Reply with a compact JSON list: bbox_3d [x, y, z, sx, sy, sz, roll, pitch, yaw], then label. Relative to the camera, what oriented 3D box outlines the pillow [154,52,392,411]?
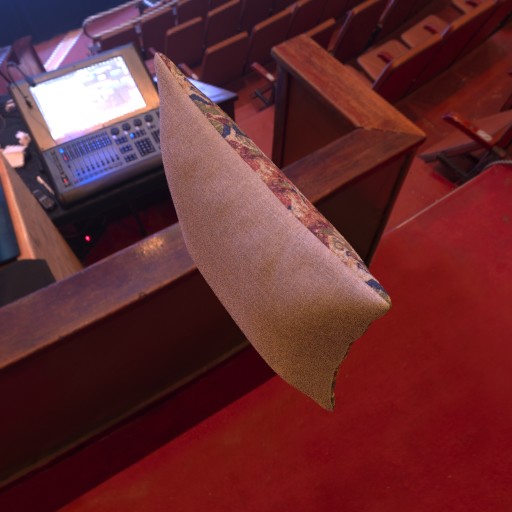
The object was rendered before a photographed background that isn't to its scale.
[{"bbox_3d":[0.000,0.000,0.783,0.166,0.506,0.523,-31,64,-17],"label":"pillow"}]
